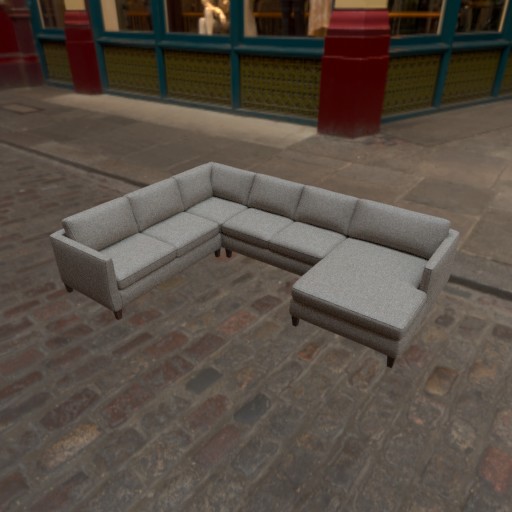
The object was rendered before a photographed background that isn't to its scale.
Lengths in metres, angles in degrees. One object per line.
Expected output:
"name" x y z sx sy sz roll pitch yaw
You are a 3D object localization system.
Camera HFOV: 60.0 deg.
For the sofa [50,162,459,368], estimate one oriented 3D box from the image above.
"sofa" 0.000 0.000 4.628 3.403 0.889 2.551 20 35 30
